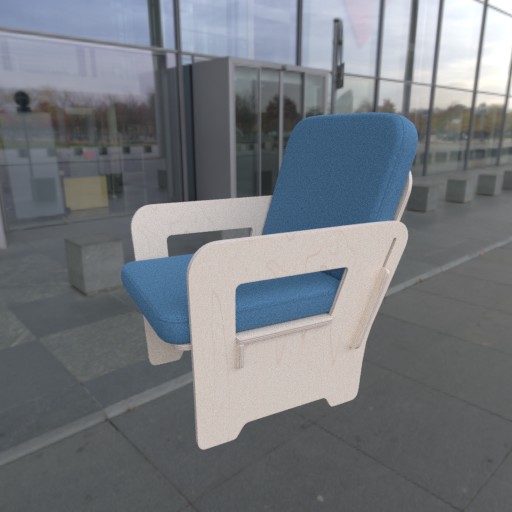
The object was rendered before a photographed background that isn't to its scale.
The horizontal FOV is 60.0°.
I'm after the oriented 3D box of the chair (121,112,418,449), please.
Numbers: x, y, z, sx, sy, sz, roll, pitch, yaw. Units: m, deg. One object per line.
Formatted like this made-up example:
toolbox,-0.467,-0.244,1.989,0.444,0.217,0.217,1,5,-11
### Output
chair,0.000,0.000,1.206,0.657,0.747,0.547,-8,17,-26
